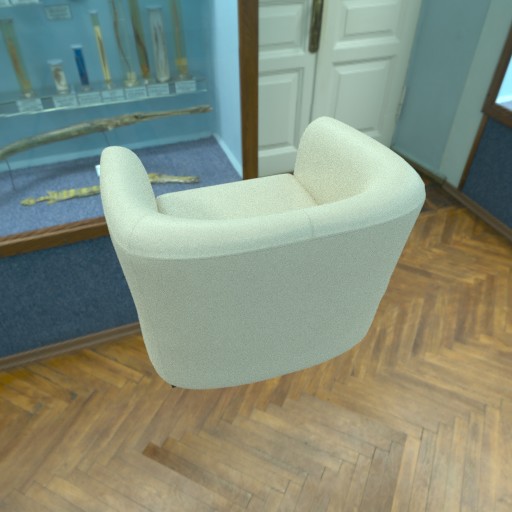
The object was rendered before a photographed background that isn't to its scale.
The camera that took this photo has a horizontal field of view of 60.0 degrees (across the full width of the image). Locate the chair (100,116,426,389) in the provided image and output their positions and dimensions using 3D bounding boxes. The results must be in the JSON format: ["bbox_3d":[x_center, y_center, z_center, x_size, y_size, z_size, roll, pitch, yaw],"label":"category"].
[{"bbox_3d":[0.000,0.000,1.351,0.792,0.756,0.727,-12,42,-13],"label":"chair"}]
